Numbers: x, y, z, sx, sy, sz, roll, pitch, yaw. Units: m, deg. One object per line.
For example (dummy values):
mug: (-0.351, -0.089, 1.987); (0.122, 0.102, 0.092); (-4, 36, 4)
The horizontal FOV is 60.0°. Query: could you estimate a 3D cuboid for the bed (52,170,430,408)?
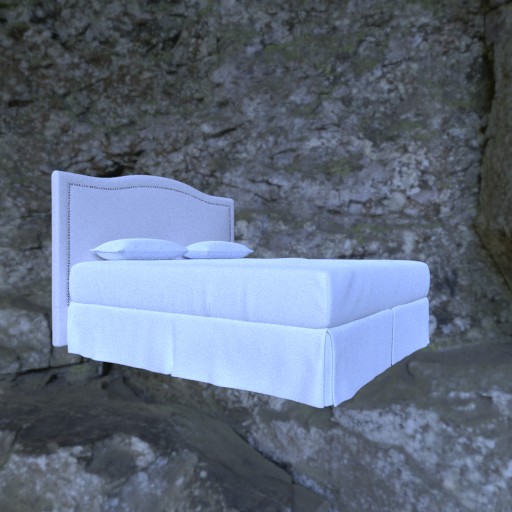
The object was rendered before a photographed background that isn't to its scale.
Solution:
bed: (0.000, 0.000, 3.435); (2.182, 1.421, 2.083); (0, 1, 35)
